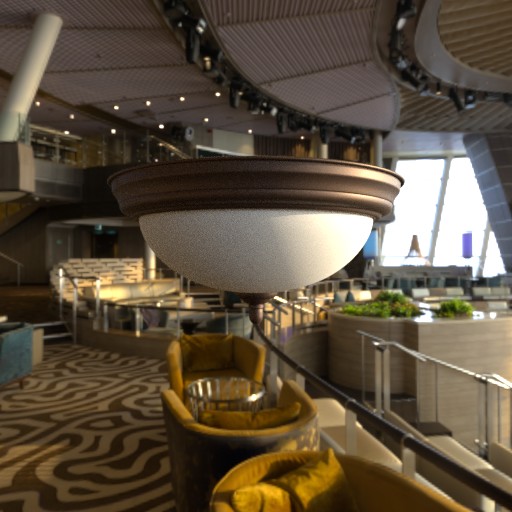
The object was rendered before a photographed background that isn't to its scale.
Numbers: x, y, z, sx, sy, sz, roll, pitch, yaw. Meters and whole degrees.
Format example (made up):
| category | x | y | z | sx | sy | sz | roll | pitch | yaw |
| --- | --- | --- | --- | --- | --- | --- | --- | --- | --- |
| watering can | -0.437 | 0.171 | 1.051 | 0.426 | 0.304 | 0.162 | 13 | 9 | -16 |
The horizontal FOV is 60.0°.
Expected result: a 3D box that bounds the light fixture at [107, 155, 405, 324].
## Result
| category | x | y | z | sx | sy | sz | roll | pitch | yaw |
| --- | --- | --- | --- | --- | --- | --- | --- | --- | --- |
| light fixture | 0.000 | 0.000 | 0.439 | 0.280 | 0.135 | 0.280 | 0 | 0 | 0 |
